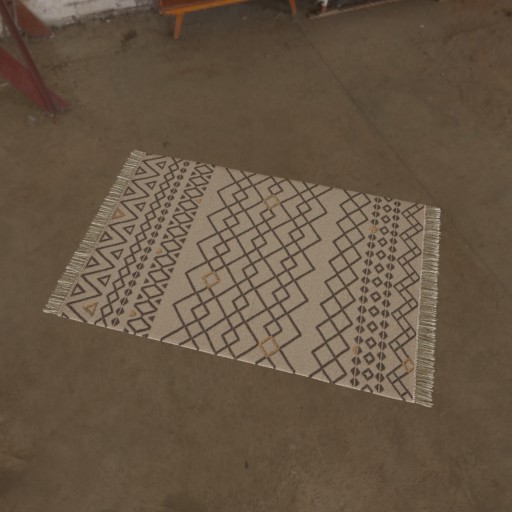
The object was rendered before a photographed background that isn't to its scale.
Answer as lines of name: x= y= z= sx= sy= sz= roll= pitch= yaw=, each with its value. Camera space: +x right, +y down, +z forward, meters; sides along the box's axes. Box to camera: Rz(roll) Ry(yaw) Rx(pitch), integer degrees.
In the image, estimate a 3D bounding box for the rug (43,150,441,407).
rug: x=0.000 y=0.000 z=2.511 sx=2.023 sy=0.028 sz=1.224 roll=12 pitch=58 yaw=8
